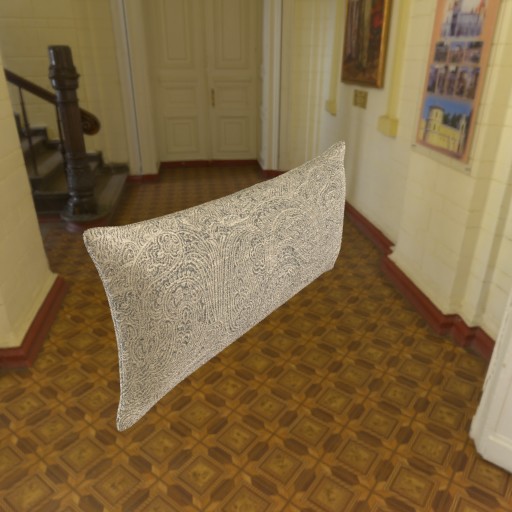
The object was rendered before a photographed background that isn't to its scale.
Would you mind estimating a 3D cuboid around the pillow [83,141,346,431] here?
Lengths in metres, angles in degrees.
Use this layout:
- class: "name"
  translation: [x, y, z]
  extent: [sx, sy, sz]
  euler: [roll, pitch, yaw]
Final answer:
- class: "pillow"
  translation: [0.000, 0.000, 0.758]
  extent: [0.151, 0.295, 0.615]
  euler: [18, 31, 33]
